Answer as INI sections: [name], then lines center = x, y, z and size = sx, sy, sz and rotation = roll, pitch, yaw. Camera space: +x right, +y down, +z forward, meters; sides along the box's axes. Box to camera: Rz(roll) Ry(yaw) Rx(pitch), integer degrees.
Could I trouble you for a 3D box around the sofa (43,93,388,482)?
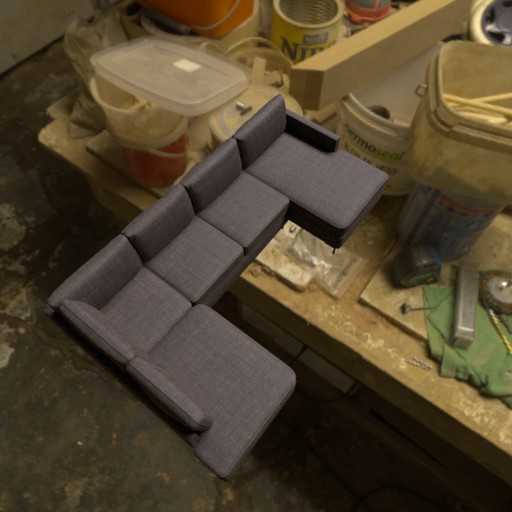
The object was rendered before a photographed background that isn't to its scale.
[sofa]
center = 0.000, 0.000, 4.352
size = 2.048, 0.999, 3.423
rotation = 34, 65, 18
